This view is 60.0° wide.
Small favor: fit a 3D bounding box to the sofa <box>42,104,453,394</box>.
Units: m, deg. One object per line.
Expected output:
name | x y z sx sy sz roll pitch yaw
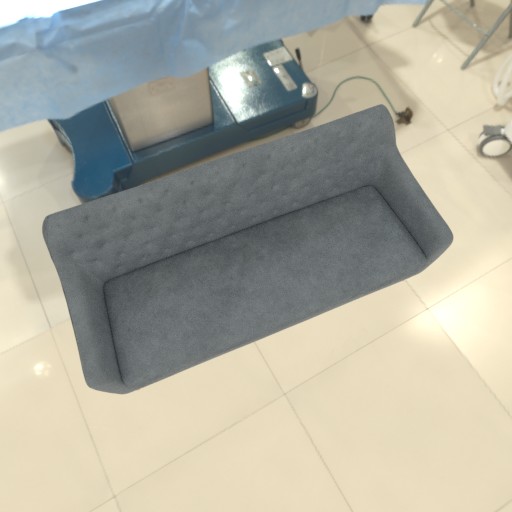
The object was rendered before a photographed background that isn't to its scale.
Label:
sofa | 0.000 0.000 2.432 1.975 0.832 0.841 -21 66 -9
